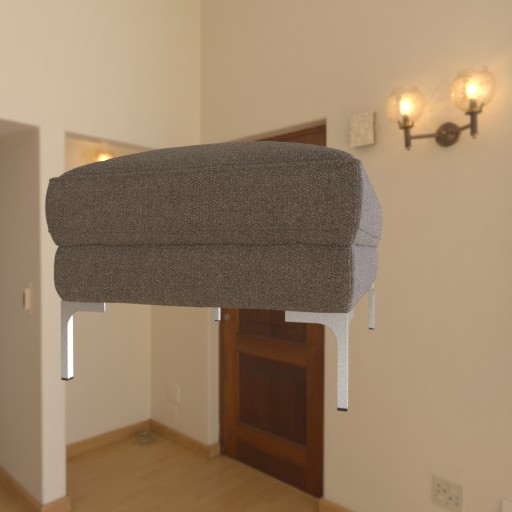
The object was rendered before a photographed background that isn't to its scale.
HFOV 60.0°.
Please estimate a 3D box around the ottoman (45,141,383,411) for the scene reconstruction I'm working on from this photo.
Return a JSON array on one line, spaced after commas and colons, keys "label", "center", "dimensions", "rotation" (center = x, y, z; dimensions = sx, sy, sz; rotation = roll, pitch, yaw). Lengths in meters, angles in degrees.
[{"label": "ottoman", "center": [0.000, 0.000, 1.112], "dimensions": [0.583, 0.464, 0.785], "rotation": [0, 1, 18]}]
